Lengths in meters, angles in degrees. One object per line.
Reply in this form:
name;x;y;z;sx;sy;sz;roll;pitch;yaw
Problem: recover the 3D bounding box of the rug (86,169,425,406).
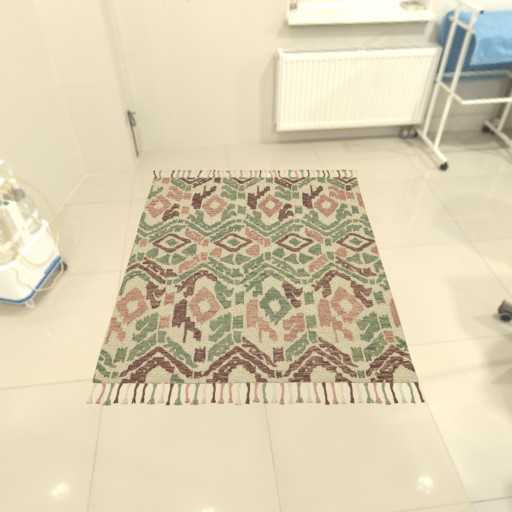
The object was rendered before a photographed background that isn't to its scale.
rug;0.000;0.000;4.188;2.438;0.010;3.048;0;43;0
